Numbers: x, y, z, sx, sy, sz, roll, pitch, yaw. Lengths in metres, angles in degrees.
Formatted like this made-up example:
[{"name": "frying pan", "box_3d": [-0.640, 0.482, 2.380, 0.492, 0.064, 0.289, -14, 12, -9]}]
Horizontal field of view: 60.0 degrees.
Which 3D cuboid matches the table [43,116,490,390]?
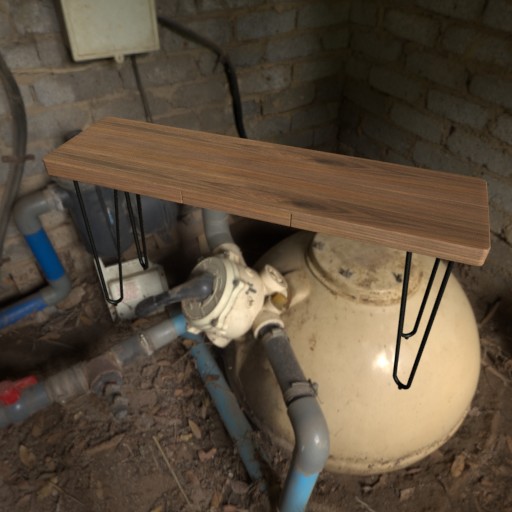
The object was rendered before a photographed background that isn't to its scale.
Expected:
[{"name": "table", "box_3d": [0.000, 0.000, 1.878, 1.570, 0.834, 0.425, 13, 42, 15]}]
